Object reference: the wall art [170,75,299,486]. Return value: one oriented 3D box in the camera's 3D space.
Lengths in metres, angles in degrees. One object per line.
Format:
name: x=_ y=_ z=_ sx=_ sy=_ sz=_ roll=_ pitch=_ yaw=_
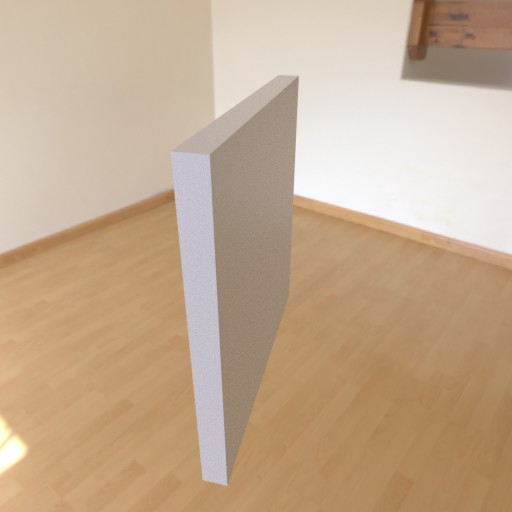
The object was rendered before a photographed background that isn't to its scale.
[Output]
wall art: x=0.000 y=0.000 z=0.528 sx=0.027 sy=0.355 sz=0.355 roll=7 pitch=31 yaw=12
